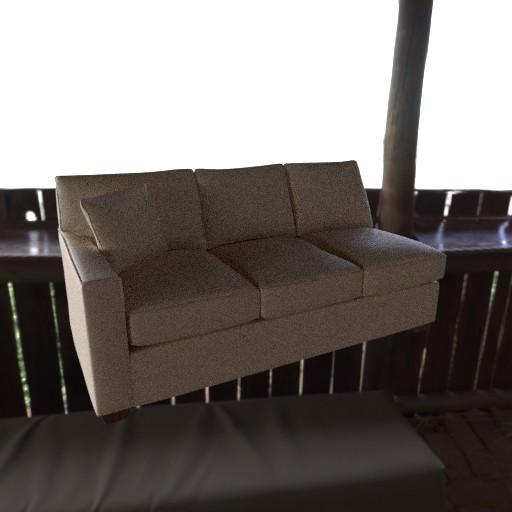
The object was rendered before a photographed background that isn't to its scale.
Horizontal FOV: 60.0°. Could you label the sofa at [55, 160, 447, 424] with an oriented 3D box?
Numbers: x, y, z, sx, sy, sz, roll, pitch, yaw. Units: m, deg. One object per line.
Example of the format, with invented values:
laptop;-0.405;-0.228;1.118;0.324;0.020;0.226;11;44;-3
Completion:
sofa;0.000;0.000;2.500;1.962;0.946;1.034;-9;19;-26
